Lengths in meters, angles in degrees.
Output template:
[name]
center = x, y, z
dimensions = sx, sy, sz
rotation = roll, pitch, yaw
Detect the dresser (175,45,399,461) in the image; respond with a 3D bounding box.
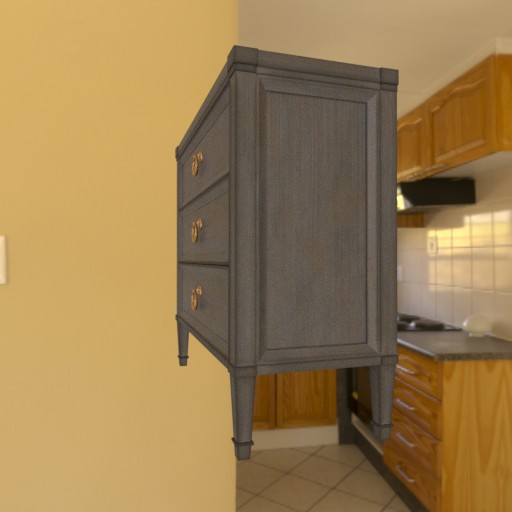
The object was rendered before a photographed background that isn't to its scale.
[dresser]
center = 0.000, 0.000, 1.606
dimensions = 0.463, 0.986, 1.049
rotation = 0, 0, -18
